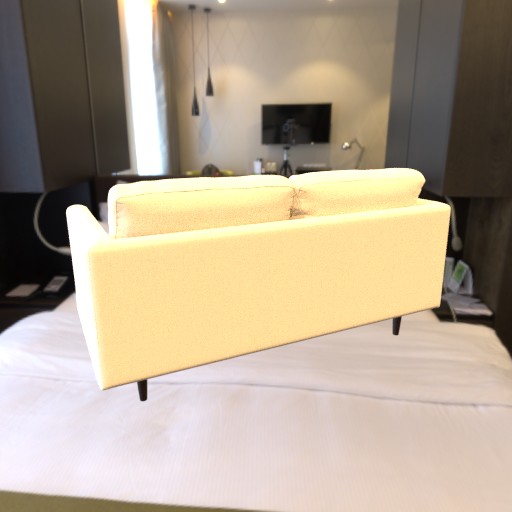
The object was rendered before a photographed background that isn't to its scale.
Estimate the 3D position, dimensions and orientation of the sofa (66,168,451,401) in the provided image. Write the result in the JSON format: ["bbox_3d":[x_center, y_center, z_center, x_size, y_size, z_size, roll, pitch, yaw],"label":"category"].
[{"bbox_3d":[0.000,0.000,2.282,1.713,0.893,0.940,-8,18,-25],"label":"sofa"}]
